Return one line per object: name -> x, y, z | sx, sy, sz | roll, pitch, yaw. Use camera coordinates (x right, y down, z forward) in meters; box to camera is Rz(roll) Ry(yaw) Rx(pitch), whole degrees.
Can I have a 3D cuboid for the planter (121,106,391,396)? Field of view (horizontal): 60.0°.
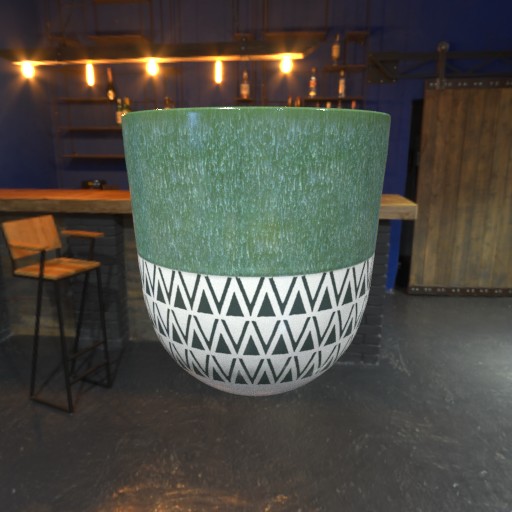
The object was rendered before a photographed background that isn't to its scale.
planter -> 0.000, 0.000, 0.359 | 0.195, 0.214, 0.195 | 0, 14, 0
